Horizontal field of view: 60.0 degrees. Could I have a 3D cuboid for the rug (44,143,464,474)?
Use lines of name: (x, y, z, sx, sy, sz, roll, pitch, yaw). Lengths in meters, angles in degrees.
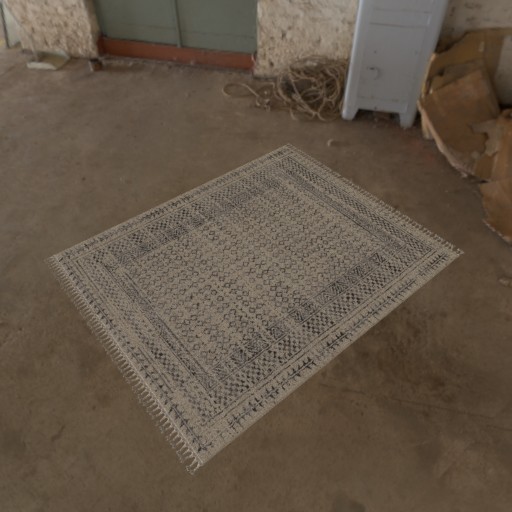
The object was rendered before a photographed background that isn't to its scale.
rug: (0.000, 0.000, 3.905, 2.940, 0.013, 2.312, -31, 54, -26)
